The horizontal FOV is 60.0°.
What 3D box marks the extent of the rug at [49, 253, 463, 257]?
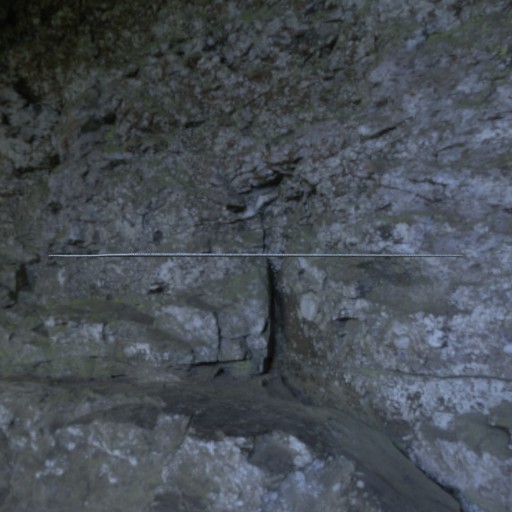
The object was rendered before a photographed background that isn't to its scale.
[{"bbox_3d":[0.000,0.000,5.141,3.935,0.025,2.782,0,0,-35],"label":"rug"}]
